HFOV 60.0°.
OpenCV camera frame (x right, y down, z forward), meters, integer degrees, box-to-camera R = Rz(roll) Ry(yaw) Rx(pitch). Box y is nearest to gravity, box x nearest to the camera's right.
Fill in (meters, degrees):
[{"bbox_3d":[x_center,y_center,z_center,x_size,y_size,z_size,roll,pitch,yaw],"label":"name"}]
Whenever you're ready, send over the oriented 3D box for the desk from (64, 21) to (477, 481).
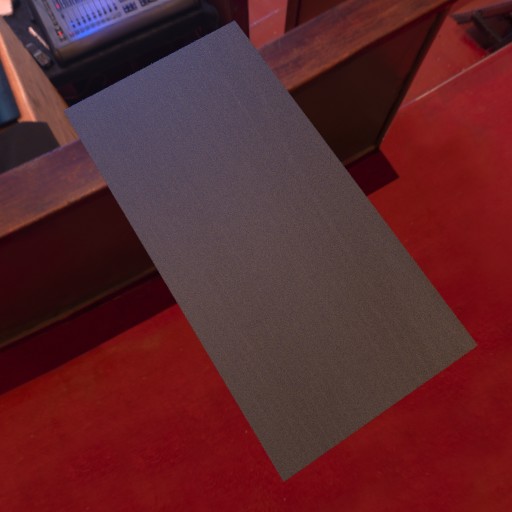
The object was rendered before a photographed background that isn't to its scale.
[{"bbox_3d":[0.000,0.000,1.342,0.499,0.660,0.991,-32,78,-8],"label":"desk"}]
